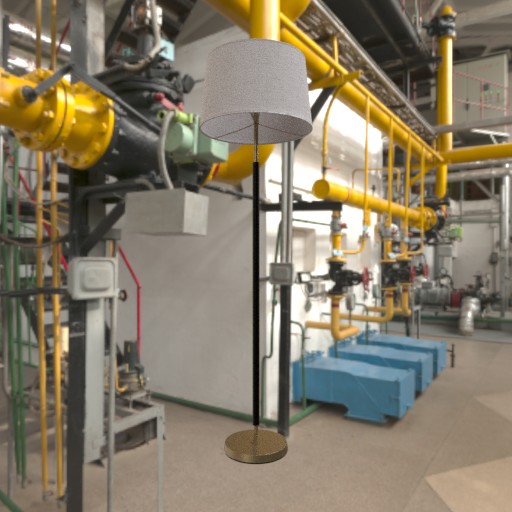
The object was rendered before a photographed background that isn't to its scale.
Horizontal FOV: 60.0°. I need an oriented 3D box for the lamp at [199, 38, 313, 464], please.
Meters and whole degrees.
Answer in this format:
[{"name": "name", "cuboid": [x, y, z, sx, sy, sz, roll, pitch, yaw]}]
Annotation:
[{"name": "lamp", "cuboid": [0.000, 0.000, 1.658, 0.420, 1.447, 0.420, 0, 0, 0]}]
